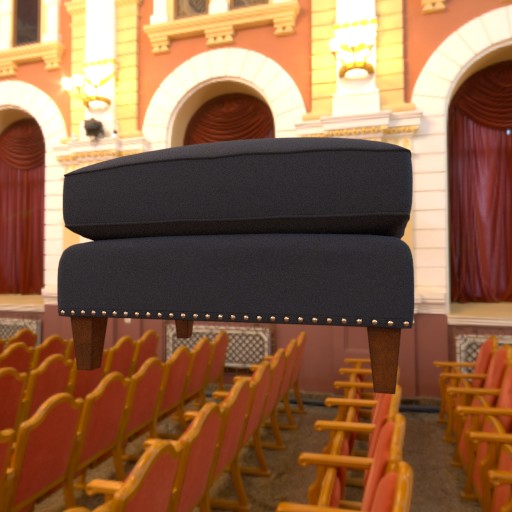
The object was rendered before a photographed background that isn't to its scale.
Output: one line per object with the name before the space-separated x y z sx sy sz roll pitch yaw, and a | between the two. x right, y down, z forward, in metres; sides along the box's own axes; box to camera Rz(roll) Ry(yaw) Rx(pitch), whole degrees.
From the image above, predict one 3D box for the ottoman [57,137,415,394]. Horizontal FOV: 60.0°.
ottoman | 0.000 0.000 1.134 0.741 0.513 0.584 -1 -2 17
